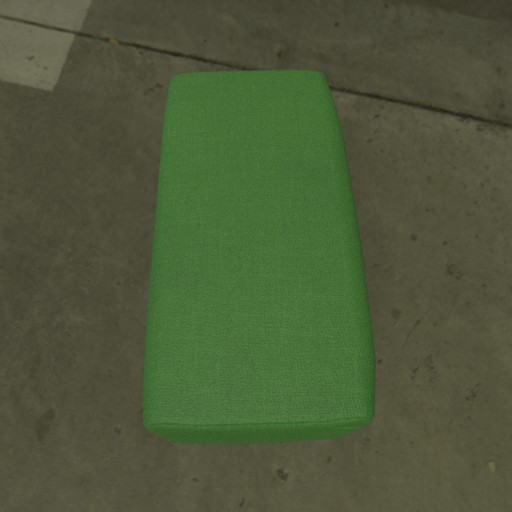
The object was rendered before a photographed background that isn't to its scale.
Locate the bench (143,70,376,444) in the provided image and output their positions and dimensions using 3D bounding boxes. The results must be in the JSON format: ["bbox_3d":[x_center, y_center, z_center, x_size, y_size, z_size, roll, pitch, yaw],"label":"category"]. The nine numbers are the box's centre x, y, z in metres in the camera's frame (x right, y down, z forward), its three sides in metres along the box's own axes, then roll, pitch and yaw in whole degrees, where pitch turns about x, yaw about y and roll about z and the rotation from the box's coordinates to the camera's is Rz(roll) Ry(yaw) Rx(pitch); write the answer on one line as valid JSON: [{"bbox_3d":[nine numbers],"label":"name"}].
[{"bbox_3d":[0.000,0.000,1.279,0.505,0.501,0.989,-2,64,-1],"label":"bench"}]
